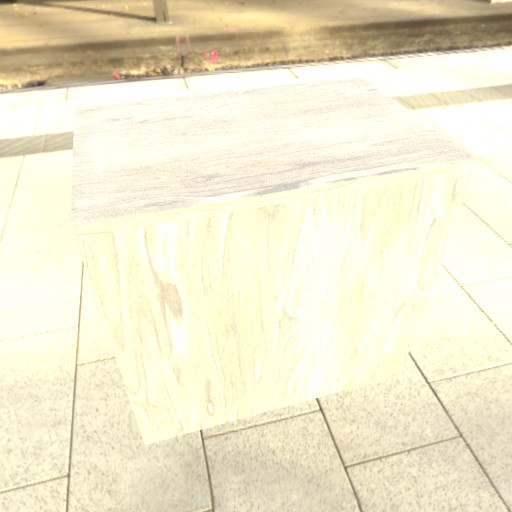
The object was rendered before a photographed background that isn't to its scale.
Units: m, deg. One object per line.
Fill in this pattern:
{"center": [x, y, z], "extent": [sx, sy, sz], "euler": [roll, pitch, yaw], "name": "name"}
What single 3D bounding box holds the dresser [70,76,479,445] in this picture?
{"center": [0.000, 0.000, 1.274], "extent": [0.809, 0.762, 0.529], "euler": [-11, 42, -13], "name": "dresser"}
